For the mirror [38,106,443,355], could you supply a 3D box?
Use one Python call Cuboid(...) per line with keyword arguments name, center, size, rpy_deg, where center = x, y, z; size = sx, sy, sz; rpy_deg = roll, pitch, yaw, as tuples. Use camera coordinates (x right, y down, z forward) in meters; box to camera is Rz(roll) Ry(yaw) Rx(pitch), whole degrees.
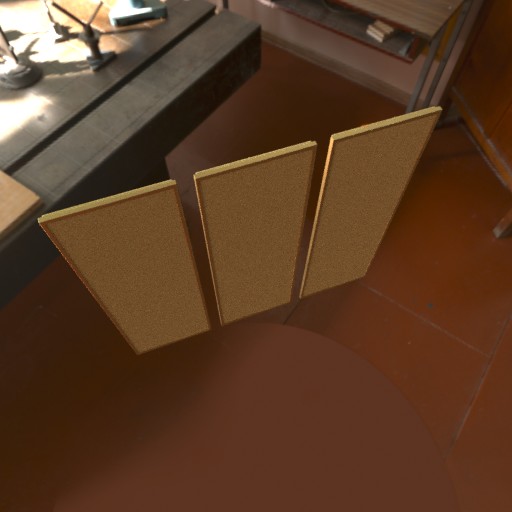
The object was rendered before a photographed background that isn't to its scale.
Cuboid(name="mirror", center=(0.000, 0.000, 1.452), size=(1.011, 0.926, 0.023), rpy_deg=(-18, 61, -10))
